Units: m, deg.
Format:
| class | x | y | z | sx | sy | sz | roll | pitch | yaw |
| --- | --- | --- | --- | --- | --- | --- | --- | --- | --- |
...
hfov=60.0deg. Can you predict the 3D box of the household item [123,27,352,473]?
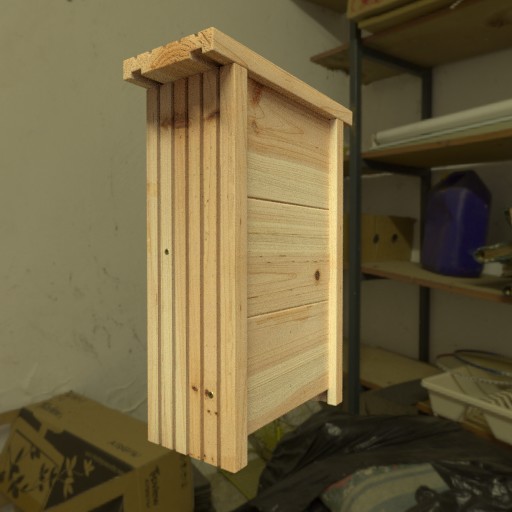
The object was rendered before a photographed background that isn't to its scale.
| class | x | y | z | sx | sy | sz | roll | pitch | yaw |
| --- | --- | --- | --- | --- | --- | --- | --- | --- | --- |
| household item | 0.000 | 0.000 | 0.548 | 0.123 | 0.407 | 0.301 | 1 | 1 | 36 |
